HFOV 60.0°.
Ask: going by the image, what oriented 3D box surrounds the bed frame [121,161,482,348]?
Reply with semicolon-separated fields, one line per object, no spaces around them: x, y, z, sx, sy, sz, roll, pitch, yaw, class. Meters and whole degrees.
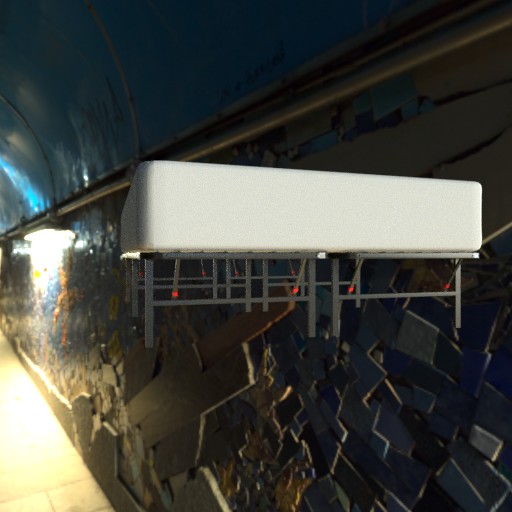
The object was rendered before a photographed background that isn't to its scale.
0.000;0.000;2.708;1.528;0.677;2.037;0;0;-19;bed frame
